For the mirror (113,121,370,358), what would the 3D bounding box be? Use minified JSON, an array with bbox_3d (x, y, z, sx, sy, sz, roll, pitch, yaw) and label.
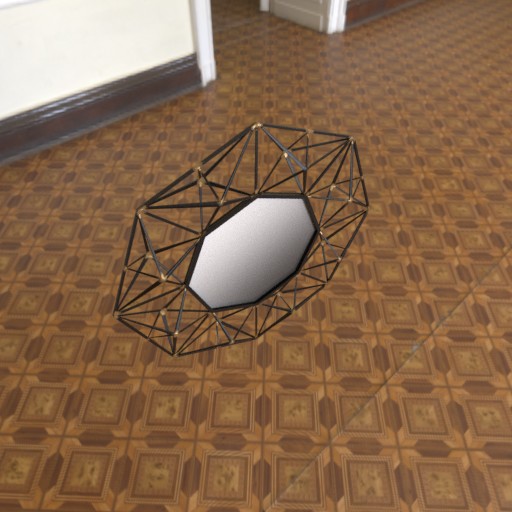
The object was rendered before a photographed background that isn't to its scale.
[{"bbox_3d":[0.000,0.000,1.074,0.710,0.710,0.094,-23,50,-21],"label":"mirror"}]
